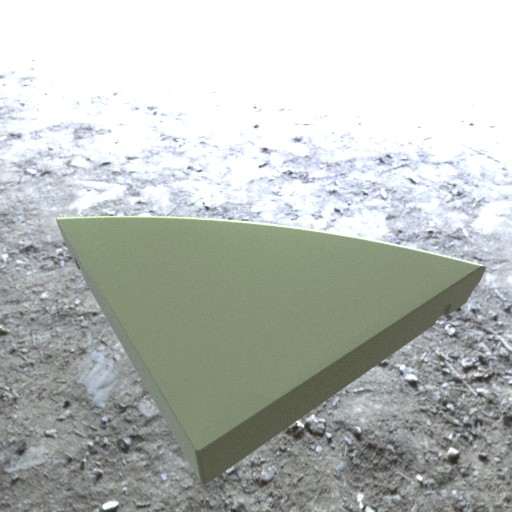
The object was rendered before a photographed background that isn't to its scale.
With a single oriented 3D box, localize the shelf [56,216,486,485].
[{"bbox_3d":[0.000,0.000,0.454,0.310,0.050,0.310,-25,47,-26],"label":"shelf"}]
